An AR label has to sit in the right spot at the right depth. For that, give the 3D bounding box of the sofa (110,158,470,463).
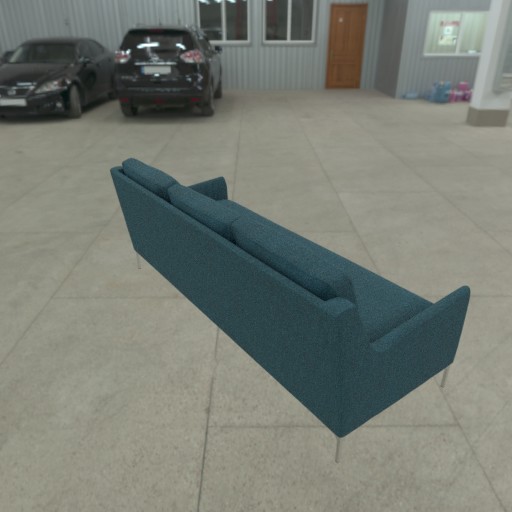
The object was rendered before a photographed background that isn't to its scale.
[{"bbox_3d":[0.000,0.000,2.472,0.849,0.837,2.060,-18,32,-32],"label":"sofa"}]
